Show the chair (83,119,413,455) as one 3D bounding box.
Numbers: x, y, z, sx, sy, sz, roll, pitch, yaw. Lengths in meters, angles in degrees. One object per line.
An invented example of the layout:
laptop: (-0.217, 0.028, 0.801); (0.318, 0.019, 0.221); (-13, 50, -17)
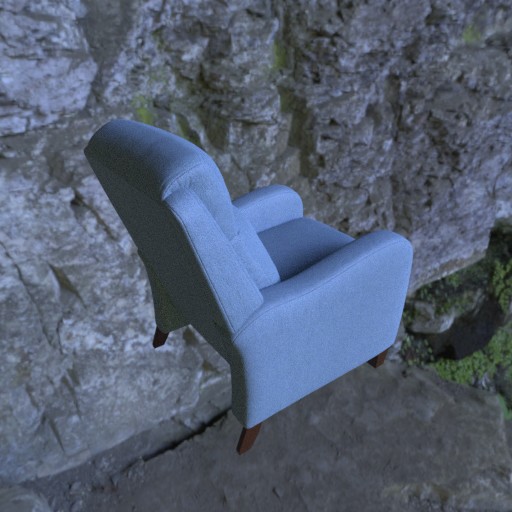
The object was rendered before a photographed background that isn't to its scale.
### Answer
chair: (0.000, 0.000, 1.734); (0.988, 1.067, 0.785); (-19, 34, -31)
